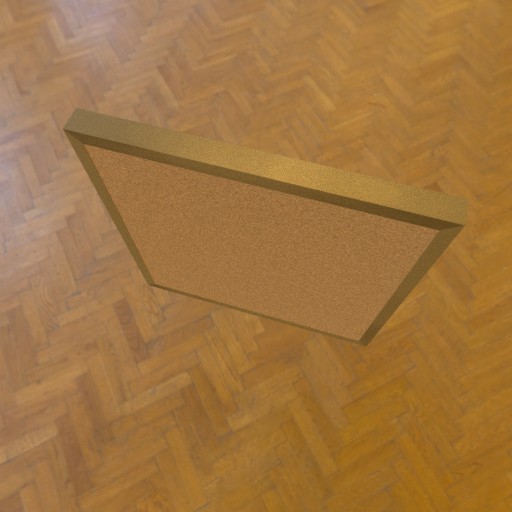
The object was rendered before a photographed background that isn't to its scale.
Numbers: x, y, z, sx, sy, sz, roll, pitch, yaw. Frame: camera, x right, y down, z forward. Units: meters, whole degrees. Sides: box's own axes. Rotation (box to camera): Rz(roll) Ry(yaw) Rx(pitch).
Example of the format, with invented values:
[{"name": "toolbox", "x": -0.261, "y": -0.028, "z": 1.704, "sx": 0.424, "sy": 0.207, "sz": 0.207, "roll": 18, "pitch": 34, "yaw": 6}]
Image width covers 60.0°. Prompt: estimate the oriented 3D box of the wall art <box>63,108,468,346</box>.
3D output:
[{"name": "wall art", "x": 0.000, "y": 0.000, "z": 0.771, "sx": 0.507, "sy": 0.508, "sz": 0.038, "roll": 15, "pitch": 64, "yaw": 7}]
